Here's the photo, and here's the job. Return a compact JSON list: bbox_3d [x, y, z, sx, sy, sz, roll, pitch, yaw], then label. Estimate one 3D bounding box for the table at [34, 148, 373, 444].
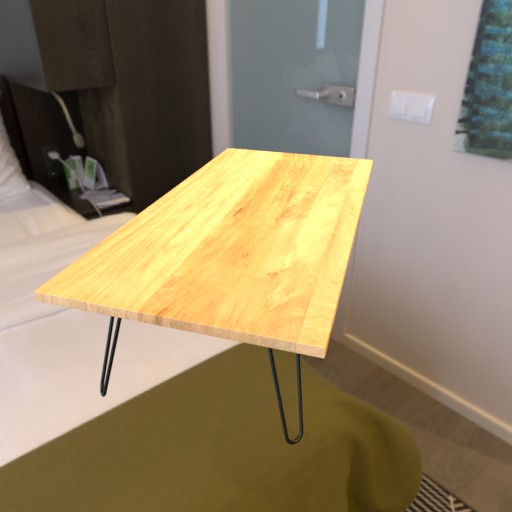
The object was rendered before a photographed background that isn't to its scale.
[{"bbox_3d":[0.000,0.000,1.628,0.699,0.400,1.348,8,30,15],"label":"table"}]
